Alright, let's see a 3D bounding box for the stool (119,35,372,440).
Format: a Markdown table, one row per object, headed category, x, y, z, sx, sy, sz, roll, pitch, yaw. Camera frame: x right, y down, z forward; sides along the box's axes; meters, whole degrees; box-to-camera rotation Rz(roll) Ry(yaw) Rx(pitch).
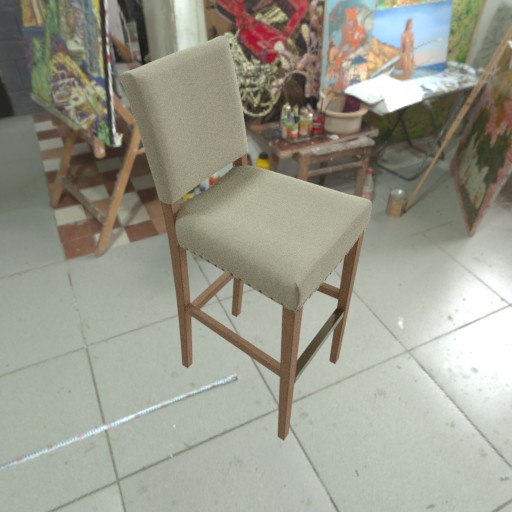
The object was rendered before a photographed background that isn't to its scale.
| category | x | y | z | sx | sy | sz | roll | pitch | yaw |
| --- | --- | --- | --- | --- | --- | --- | --- | --- | --- |
| stool | 0.000 | 0.000 | 1.404 | 0.546 | 1.143 | 0.428 | 25 | 47 | 25 |
